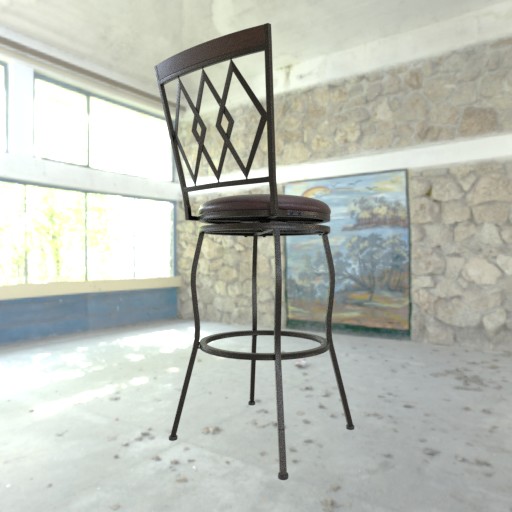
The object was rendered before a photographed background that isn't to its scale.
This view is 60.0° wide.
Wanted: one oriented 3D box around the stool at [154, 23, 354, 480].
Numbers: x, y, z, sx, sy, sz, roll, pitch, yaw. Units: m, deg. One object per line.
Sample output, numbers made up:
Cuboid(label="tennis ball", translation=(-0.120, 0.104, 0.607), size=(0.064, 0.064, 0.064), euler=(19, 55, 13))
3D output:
Cuboid(label="stool", translation=(0.000, 0.000, 1.380), size=(0.432, 1.134, 0.521), euler=(0, 0, 36))
